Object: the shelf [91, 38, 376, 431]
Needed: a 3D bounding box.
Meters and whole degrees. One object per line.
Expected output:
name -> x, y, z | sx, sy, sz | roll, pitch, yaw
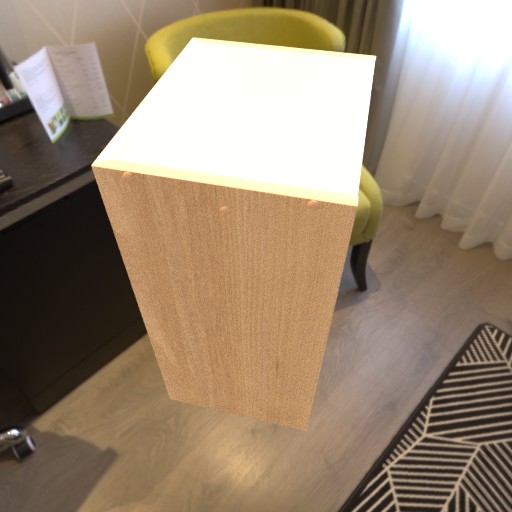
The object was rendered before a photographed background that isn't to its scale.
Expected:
shelf -> 0.000, 0.000, 0.800 | 0.290, 0.600, 0.350 | 10, 49, 9
